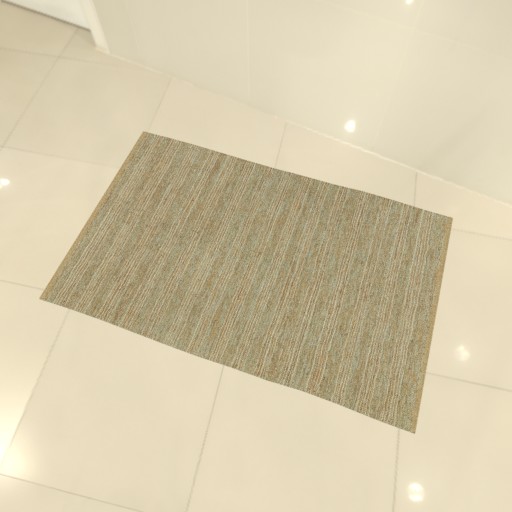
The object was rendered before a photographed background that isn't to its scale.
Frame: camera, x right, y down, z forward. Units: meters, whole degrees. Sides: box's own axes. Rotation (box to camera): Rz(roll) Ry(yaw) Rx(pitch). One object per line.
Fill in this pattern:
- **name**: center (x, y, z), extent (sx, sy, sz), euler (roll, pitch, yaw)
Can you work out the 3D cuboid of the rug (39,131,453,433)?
- **rug**: center (0.000, 0.000, 3.023), extent (2.448, 0.012, 1.540), euler (17, 64, 9)
